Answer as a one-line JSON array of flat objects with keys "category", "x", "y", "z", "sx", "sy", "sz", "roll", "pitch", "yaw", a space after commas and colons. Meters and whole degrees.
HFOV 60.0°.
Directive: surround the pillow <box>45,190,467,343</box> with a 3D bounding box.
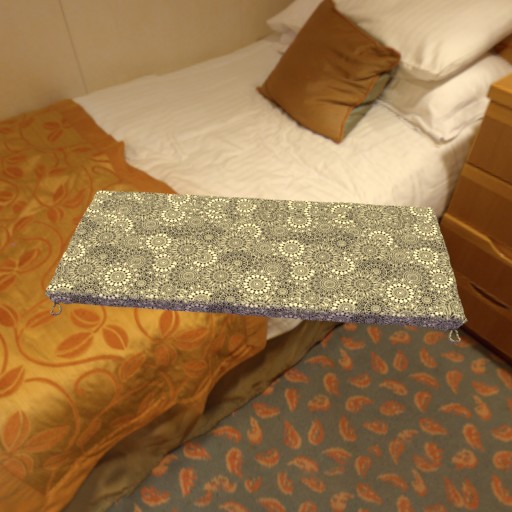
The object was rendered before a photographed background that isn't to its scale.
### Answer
[{"category": "pillow", "x": 0.000, "y": 0.000, "z": 1.353, "sx": 1.187, "sy": 0.081, "sz": 0.492, "roll": 3, "pitch": 46, "yaw": 3}]
